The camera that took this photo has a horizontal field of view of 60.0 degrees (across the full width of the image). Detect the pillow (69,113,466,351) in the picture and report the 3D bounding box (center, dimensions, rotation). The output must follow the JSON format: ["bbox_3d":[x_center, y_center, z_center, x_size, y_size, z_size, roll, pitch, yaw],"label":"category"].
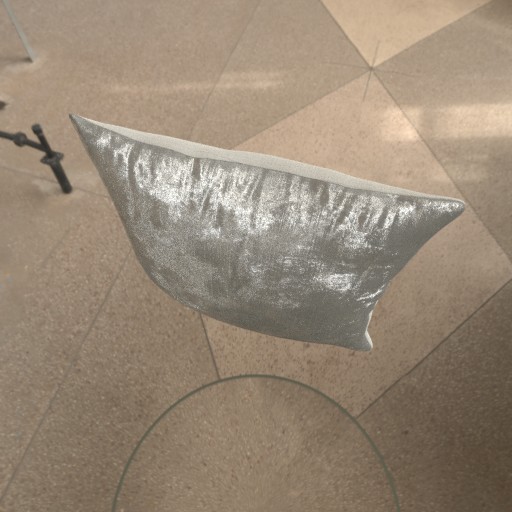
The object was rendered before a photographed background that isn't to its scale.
[{"bbox_3d":[0.000,0.000,0.698,0.470,0.464,0.175,15,60,9],"label":"pillow"}]
